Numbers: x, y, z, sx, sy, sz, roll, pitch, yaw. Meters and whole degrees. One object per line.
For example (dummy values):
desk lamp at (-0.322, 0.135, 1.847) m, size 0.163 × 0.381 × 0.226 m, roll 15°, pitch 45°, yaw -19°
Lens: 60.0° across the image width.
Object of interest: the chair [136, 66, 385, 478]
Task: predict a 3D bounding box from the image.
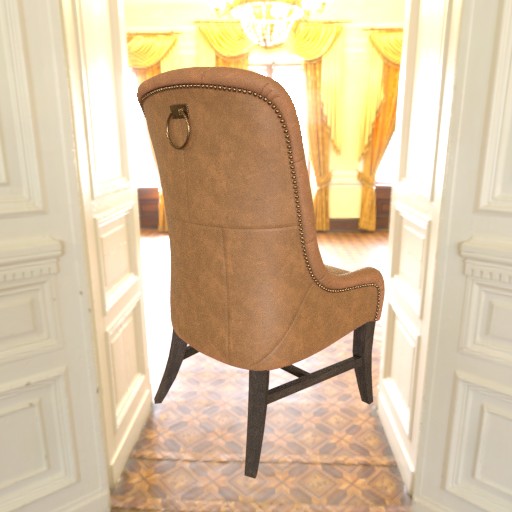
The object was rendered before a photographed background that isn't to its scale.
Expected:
chair at (0.000, 0.000, 1.459) m, size 0.629 × 1.091 × 0.634 m, roll -13°, pitch 20°, yaw -42°
